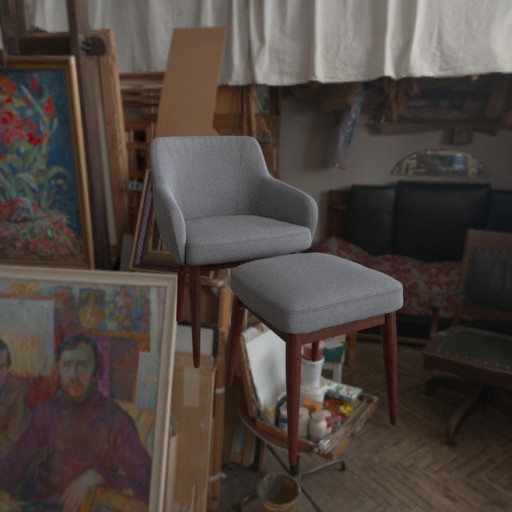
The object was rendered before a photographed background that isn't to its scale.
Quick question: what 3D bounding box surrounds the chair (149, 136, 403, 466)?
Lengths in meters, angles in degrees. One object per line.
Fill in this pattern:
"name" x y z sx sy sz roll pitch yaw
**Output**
"chair" 0.000 0.000 1.577 0.584 0.799 1.107 -8 19 -26
